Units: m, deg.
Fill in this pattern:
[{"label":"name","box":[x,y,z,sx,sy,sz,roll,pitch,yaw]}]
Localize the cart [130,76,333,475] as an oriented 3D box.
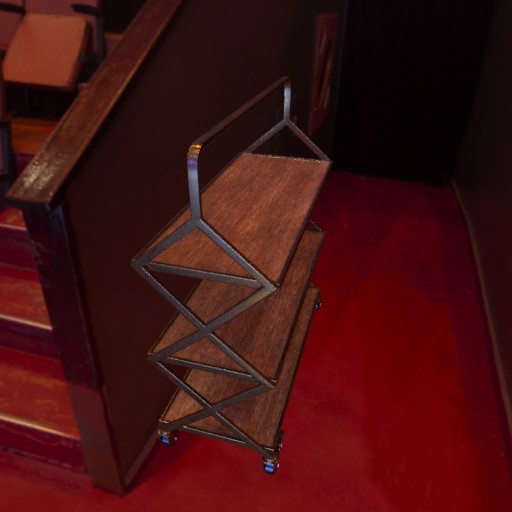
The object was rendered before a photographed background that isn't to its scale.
[{"label":"cart","box":[0.000,0.000,1.184,0.313,0.805,0.723,9,32,14]}]
